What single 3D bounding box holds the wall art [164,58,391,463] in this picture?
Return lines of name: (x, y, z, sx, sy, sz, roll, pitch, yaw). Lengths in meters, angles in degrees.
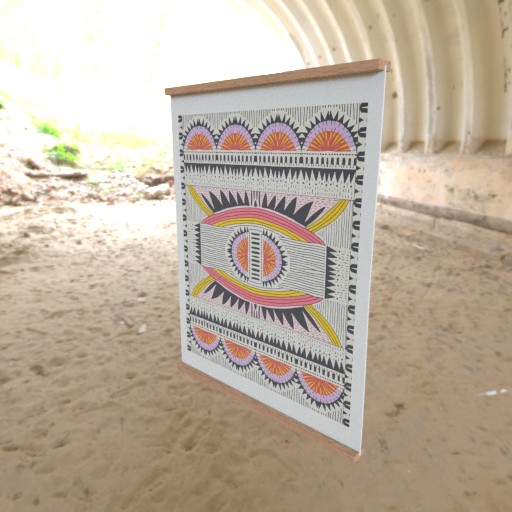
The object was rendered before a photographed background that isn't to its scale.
wall art: (0.000, 0.000, 0.699, 0.403, 0.527, 0.028, 13, 19, 41)
